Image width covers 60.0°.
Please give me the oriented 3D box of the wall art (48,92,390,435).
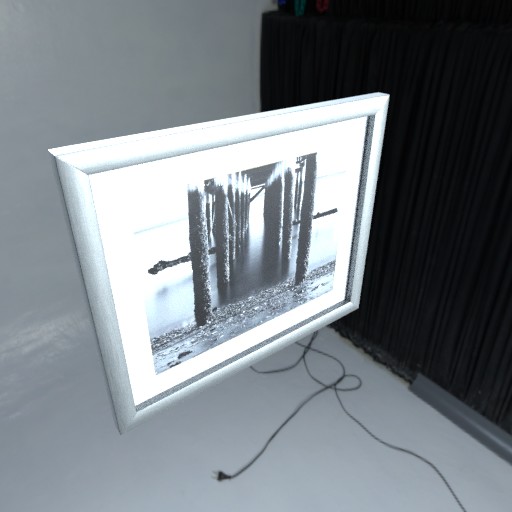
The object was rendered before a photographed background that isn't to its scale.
[{"bbox_3d":[0.000,0.000,0.740,0.556,0.457,0.028,-21,36,-31],"label":"wall art"}]
